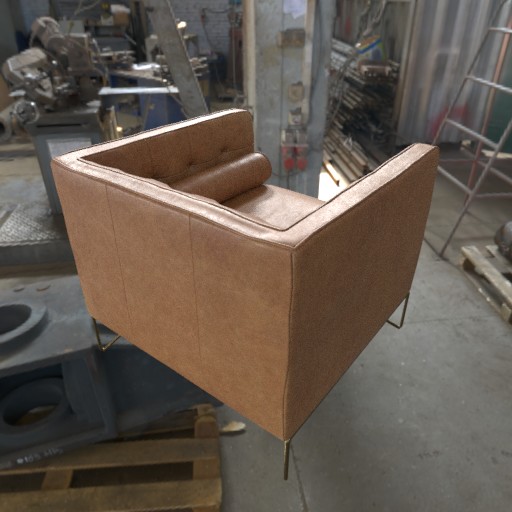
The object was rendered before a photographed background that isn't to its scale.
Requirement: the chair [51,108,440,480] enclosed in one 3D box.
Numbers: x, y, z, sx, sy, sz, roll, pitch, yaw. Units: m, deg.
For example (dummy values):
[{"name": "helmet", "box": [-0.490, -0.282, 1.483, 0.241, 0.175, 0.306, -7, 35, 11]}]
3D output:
[{"name": "chair", "box": [0.000, 0.000, 1.605, 0.920, 0.797, 0.912, 22, 38, 31]}]
